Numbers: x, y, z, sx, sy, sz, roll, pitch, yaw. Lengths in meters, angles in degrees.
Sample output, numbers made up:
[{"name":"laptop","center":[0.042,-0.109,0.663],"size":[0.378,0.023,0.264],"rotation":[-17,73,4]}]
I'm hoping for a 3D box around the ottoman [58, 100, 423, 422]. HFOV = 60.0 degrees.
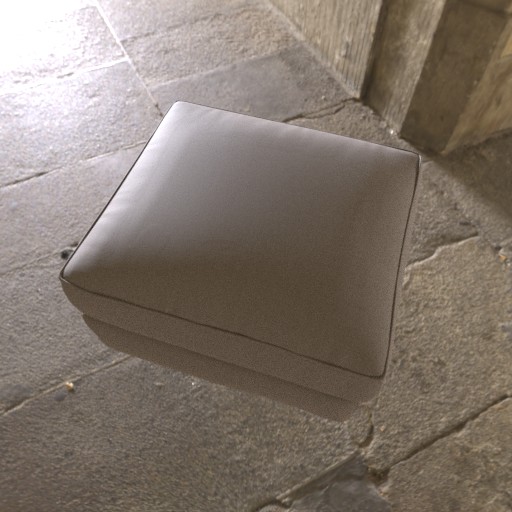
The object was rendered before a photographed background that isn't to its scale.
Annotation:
[{"name":"ottoman","center":[0.000,0.000,1.178],"size":[0.721,0.505,0.662],"rotation":[15,58,10]}]
